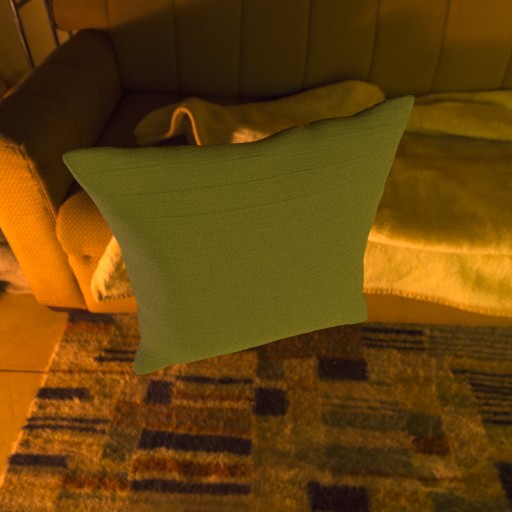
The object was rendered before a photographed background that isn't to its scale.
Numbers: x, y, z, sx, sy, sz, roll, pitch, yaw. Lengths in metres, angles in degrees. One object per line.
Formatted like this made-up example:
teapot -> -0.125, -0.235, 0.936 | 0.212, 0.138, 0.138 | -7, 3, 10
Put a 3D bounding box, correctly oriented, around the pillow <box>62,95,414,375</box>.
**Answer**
pillow -> 0.000, 0.000, 0.714 | 0.470, 0.464, 0.175 | -12, 44, -13
